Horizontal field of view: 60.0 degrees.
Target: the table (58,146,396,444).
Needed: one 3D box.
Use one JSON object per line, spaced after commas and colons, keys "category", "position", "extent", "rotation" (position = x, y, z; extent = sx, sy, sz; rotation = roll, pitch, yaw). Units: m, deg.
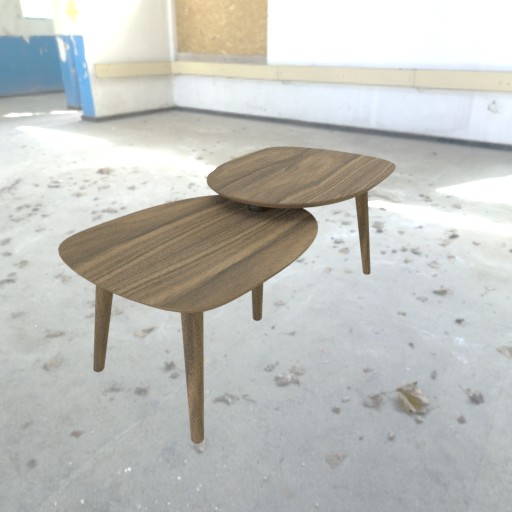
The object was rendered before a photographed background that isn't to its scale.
{"category": "table", "position": [0.000, 0.000, 1.345], "extent": [0.527, 0.429, 1.084], "rotation": [18, 31, 32]}
